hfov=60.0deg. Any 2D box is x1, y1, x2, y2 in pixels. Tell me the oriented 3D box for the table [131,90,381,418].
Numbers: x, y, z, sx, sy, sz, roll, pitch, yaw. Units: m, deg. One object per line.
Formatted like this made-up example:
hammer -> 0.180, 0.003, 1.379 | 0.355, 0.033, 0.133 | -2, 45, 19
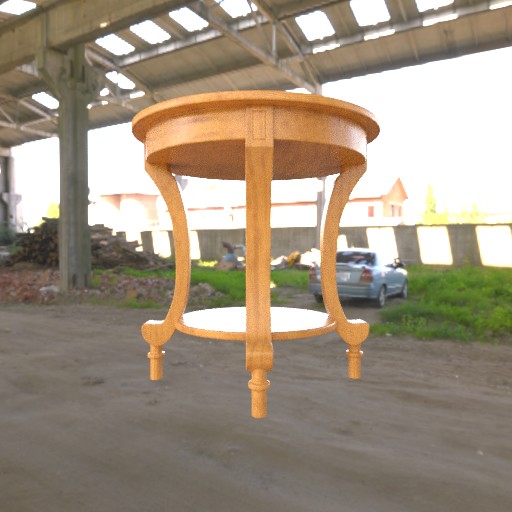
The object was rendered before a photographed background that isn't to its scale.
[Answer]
table -> 0.000, 0.000, 1.105 | 0.597, 0.612, 0.597 | 0, 1, 0
